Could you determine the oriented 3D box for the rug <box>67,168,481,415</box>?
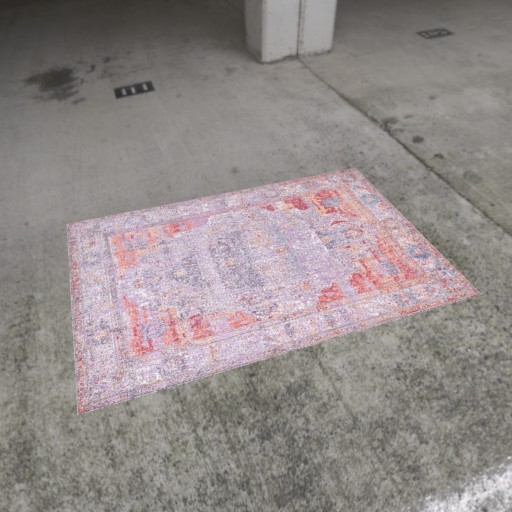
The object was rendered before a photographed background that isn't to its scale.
[{"bbox_3d":[0.000,0.000,2.292,1.829,0.005,1.219,-13,44,-14],"label":"rug"}]
